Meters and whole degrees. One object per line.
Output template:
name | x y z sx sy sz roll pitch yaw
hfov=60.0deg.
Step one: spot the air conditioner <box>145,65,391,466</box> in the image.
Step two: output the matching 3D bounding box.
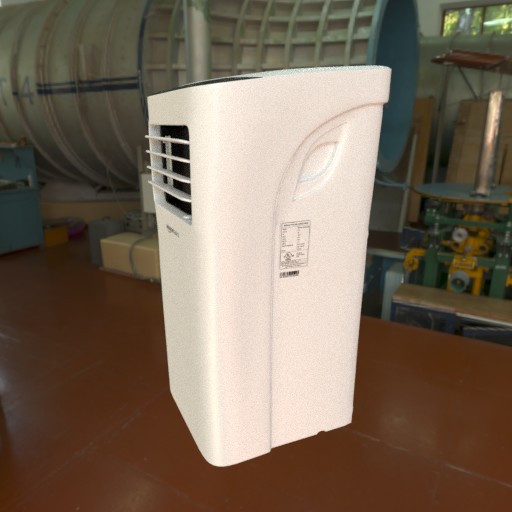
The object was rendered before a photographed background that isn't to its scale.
air conditioner | 0.000 0.000 0.904 0.369 0.716 0.352 -8 18 -24
